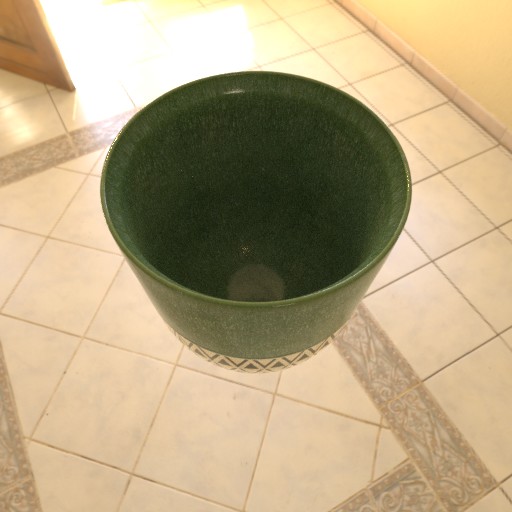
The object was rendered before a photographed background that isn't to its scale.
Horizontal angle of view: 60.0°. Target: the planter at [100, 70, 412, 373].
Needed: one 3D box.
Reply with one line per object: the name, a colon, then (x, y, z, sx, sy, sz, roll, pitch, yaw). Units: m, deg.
planter: (0.000, 0.000, 0.371, 0.195, 0.214, 0.195, 0, 58, 0)
